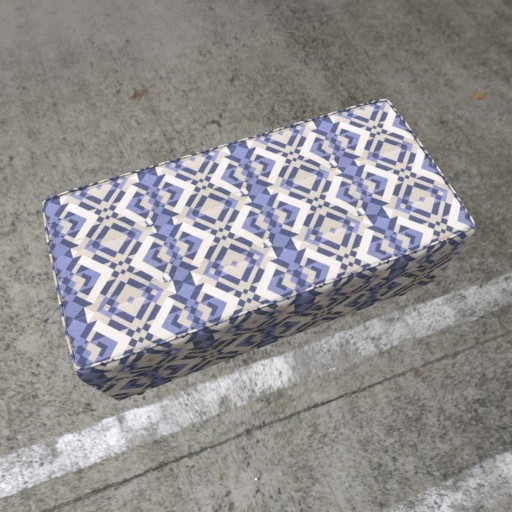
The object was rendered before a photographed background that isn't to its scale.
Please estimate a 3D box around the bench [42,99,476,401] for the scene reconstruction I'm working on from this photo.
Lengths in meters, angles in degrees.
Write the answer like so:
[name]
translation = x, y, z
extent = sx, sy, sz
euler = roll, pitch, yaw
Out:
[bench]
translation = 0.000, 0.000, 1.308
extent = 1.016, 0.477, 0.492
euler = -19, 65, -9
